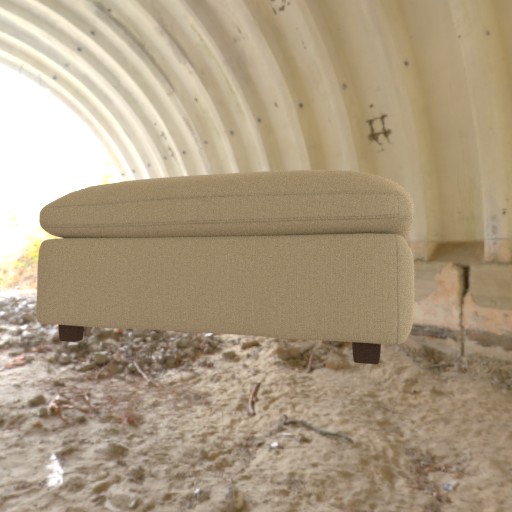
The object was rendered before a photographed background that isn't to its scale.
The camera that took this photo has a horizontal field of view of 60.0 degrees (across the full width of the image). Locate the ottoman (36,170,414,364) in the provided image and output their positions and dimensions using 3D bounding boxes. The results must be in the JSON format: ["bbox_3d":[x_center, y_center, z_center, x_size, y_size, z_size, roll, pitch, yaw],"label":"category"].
[{"bbox_3d":[0.000,0.000,1.492,0.996,0.467,0.977,0,0,18],"label":"ottoman"}]
